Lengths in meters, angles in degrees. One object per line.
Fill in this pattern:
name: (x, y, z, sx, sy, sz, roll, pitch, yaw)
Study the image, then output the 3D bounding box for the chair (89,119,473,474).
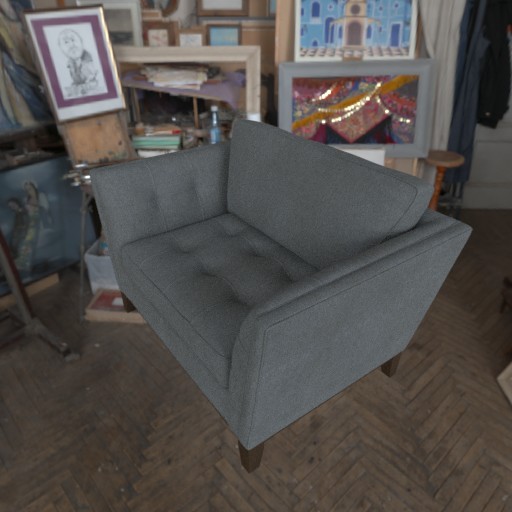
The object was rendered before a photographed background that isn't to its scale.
chair: (0.000, 0.000, 2.017, 0.965, 0.942, 1.396, -21, 38, -30)
